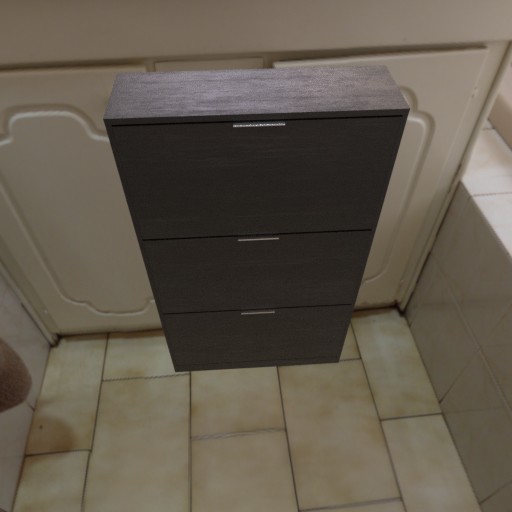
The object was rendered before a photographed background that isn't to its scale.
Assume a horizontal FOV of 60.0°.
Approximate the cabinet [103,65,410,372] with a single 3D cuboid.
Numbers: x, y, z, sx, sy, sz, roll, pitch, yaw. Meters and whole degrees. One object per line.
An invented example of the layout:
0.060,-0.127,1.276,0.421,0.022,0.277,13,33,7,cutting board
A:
0.000,0.000,1.628,0.750,1.280,0.250,-3,48,-2,cabinet
